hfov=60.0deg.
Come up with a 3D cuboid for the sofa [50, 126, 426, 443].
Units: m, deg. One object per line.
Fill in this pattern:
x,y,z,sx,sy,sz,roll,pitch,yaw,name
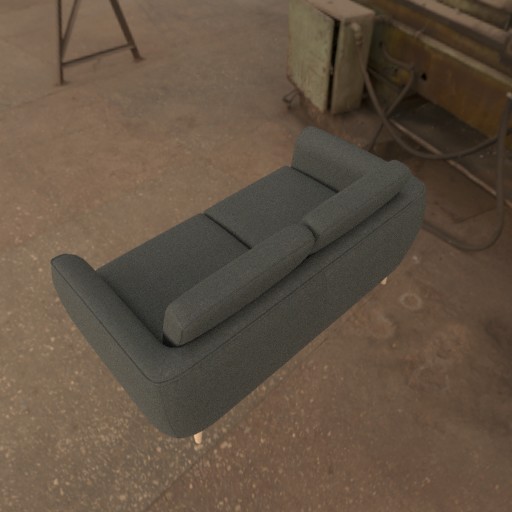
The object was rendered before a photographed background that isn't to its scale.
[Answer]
0.000,0.000,2.215,1.700,0.850,0.920,-33,55,-28,sofa
